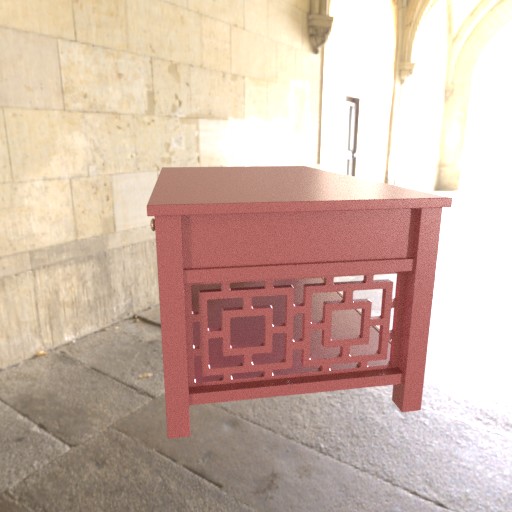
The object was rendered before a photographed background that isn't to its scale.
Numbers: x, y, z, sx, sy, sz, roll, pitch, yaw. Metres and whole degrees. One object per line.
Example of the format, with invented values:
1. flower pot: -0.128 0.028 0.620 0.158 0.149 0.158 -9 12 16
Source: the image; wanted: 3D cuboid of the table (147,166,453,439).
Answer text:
1. table: 0.000 0.000 1.408 0.612 0.493 1.068 -3 15 -10
